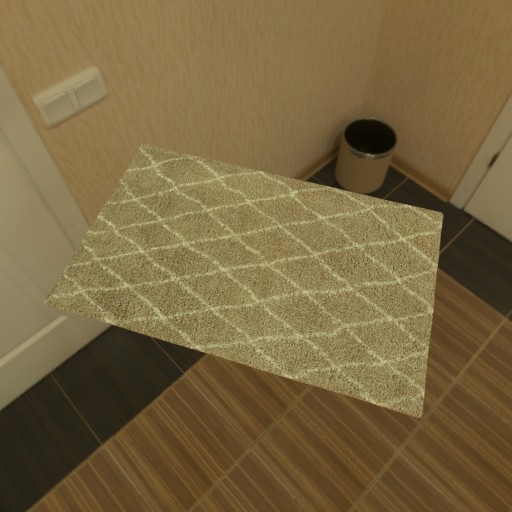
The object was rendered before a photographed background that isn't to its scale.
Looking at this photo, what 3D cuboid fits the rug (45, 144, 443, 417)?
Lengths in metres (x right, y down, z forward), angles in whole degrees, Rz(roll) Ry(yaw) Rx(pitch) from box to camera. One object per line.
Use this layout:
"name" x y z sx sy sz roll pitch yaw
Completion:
"rug" 0.000 0.000 3.092 2.438 0.030 1.524 15 59 9
